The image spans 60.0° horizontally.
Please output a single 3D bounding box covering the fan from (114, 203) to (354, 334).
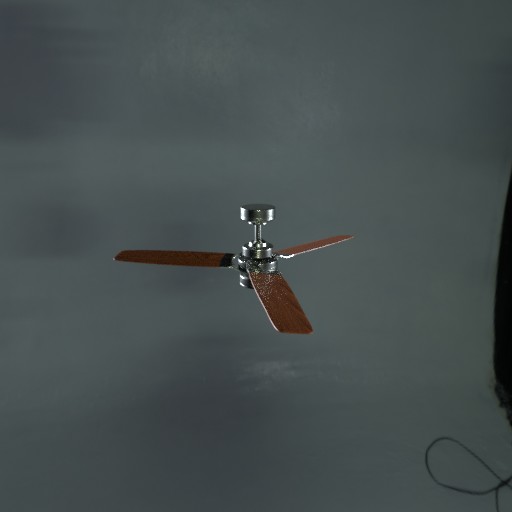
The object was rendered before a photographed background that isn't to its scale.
[{"bbox_3d":[0.000,0.000,2.098,1.416,0.410,1.271,-3,18,-9],"label":"fan"}]
